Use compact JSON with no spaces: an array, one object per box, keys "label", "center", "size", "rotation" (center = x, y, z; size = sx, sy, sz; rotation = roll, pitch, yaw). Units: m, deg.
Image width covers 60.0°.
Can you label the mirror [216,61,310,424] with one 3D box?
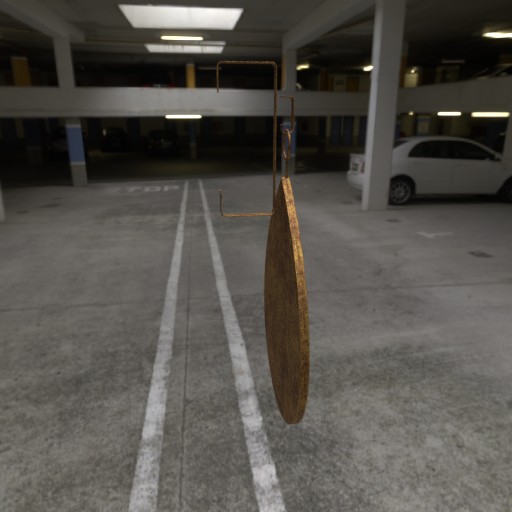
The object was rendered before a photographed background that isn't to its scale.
[{"label":"mirror","center":[0.000,0.000,0.925],"size":[0.144,0.744,0.405],"rotation":[-3,18,-8]}]
